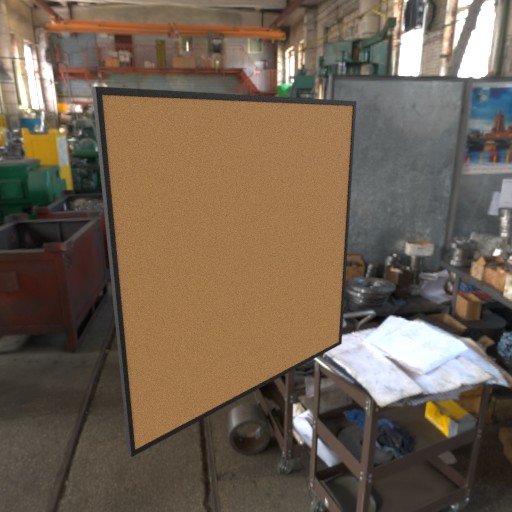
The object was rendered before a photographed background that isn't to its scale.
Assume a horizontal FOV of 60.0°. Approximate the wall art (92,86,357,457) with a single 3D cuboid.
[{"bbox_3d":[0.000,0.000,0.973,0.664,0.663,0.015,-15,22,-41],"label":"wall art"}]
